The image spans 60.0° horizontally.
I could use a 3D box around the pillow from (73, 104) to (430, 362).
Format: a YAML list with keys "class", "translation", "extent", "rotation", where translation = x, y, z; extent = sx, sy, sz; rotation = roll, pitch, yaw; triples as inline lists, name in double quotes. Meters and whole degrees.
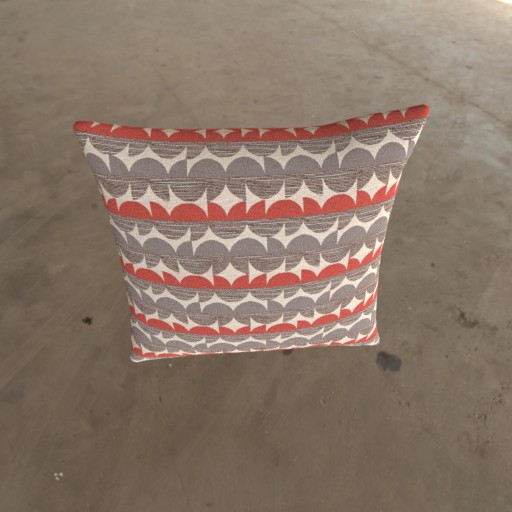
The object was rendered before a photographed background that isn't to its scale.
- class: "pillow"
  translation: [0.000, 0.000, 0.631]
  extent: [0.420, 0.410, 0.180]
  rotation: [-4, 46, -4]
